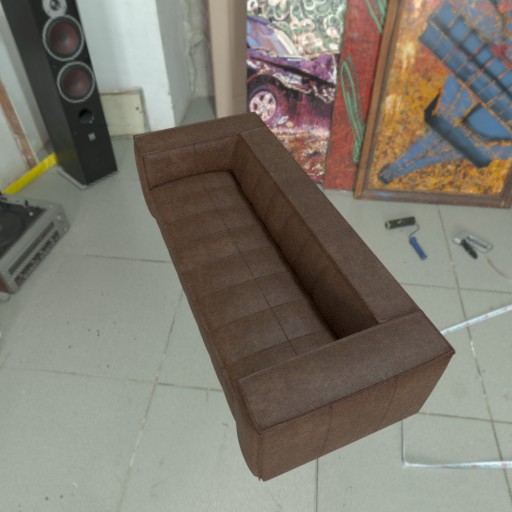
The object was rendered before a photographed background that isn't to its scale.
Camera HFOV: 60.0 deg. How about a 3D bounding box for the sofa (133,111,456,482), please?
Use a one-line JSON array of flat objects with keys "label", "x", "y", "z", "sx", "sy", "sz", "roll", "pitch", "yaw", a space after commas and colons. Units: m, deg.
[{"label": "sofa", "x": 0.000, "y": 0.000, "z": 3.030, "sx": 1.102, "sy": 0.701, "sz": 2.581, "roll": -17, "pitch": 48, "yaw": -15}]
